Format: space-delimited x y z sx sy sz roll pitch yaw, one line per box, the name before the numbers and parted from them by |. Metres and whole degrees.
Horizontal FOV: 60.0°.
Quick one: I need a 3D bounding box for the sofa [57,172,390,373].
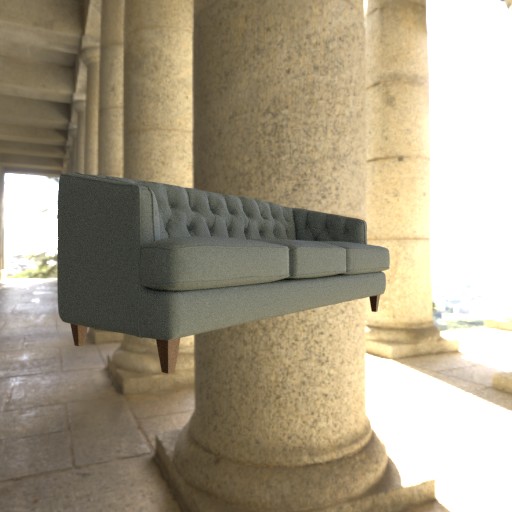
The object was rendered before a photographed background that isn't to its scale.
sofa | 0.000 0.000 2.719 0.941 0.855 2.278 0 1 36
